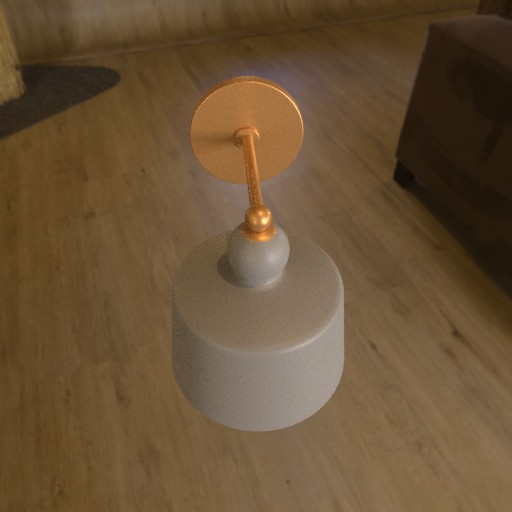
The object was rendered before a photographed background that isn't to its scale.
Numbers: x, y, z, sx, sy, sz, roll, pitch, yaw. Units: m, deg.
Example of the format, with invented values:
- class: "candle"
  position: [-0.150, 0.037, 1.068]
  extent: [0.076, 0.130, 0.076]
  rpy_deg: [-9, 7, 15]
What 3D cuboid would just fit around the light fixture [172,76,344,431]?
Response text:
- class: "light fixture"
  position: [0.000, 0.000, 0.457]
  extent: [0.204, 0.268, 0.254]
  rpy_deg: [-3, 45, -3]
